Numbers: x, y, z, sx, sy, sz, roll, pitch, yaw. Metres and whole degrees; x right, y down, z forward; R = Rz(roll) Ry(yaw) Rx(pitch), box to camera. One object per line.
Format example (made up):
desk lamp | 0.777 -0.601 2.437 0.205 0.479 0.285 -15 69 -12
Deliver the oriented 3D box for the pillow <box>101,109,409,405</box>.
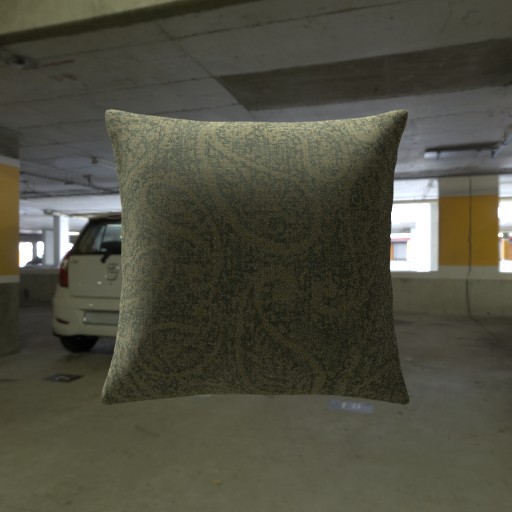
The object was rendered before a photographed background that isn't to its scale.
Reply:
pillow | 0.000 0.000 0.762 0.526 0.507 0.166 0 0 0
